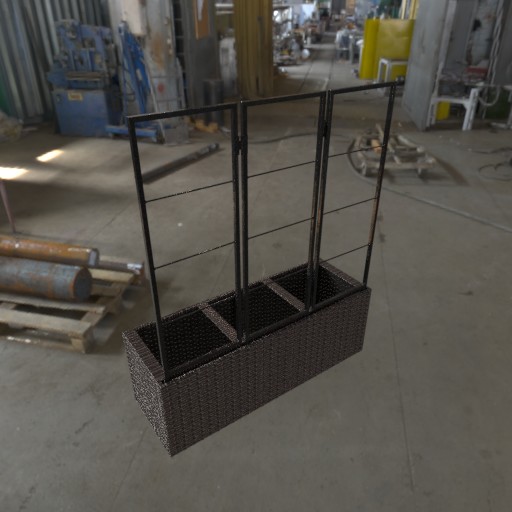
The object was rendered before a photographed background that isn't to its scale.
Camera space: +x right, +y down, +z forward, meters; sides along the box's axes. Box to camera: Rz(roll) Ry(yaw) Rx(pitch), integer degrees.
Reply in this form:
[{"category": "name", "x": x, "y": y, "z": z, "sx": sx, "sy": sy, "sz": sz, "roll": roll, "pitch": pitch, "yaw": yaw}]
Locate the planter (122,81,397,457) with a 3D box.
[{"category": "planter", "x": 0.000, "y": 0.000, "z": 1.175, "sx": 0.699, "sy": 0.841, "sz": 0.244, "roll": -19, "pitch": 35, "yaw": -30}]
